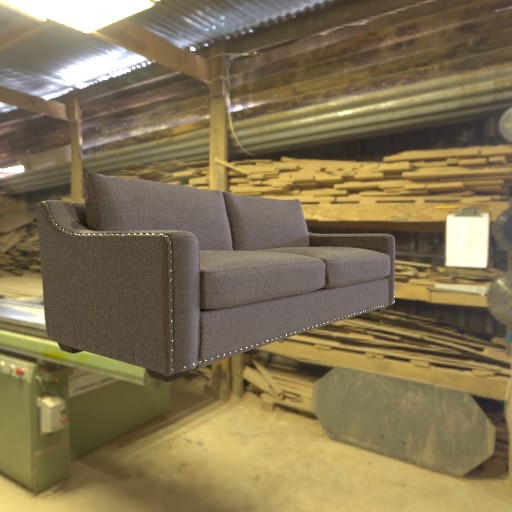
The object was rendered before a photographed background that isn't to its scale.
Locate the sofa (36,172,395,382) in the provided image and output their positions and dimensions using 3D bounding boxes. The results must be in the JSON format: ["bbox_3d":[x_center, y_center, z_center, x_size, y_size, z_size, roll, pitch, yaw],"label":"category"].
[{"bbox_3d":[0.000,0.000,2.724,1.000,0.857,2.208,2,3,38],"label":"sofa"}]
